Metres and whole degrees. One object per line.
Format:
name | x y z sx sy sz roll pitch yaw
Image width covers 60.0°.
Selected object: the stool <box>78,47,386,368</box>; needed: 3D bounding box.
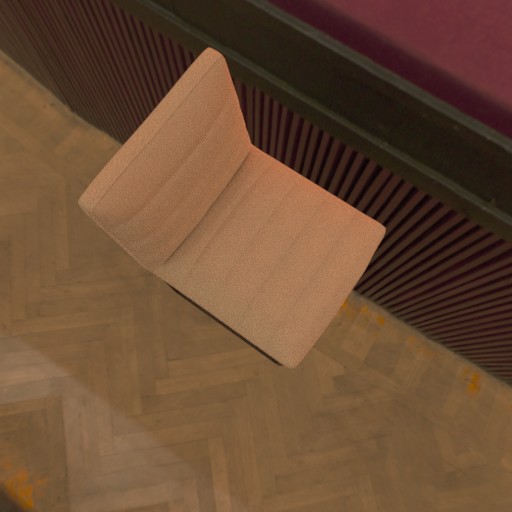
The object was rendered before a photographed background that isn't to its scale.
stool | 0.000 0.000 1.375 0.573 1.061 0.464 34 79 8
